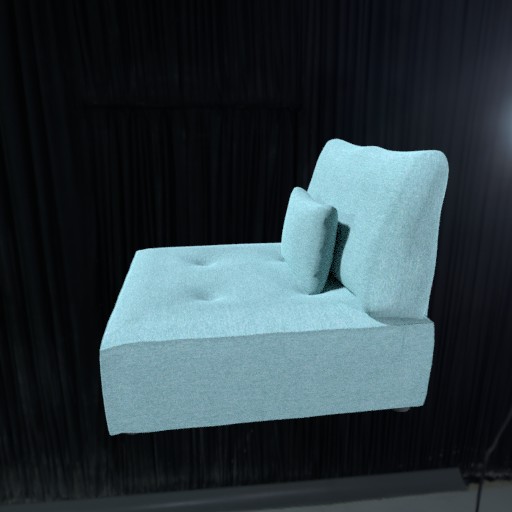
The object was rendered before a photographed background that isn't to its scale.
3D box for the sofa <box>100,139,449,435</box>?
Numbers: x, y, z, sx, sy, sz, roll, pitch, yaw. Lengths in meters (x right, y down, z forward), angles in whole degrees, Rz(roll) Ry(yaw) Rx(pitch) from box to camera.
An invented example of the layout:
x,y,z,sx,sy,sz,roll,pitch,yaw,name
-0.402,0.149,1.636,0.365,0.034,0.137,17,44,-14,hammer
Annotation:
x,y,z,sx,sy,sz,roll,pitch,yaw,name
0.000,0.000,1.674,1.000,0.820,0.930,-2,17,-8,sofa
